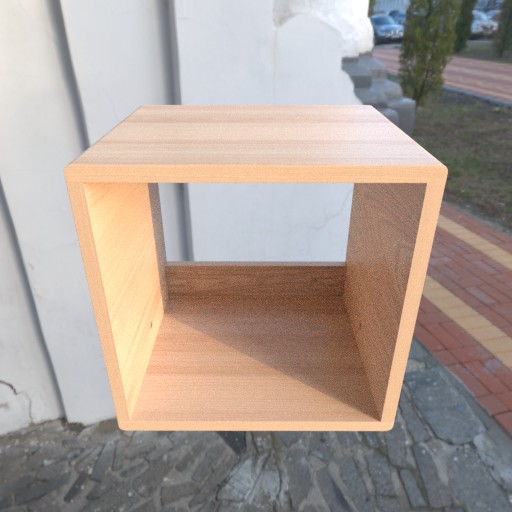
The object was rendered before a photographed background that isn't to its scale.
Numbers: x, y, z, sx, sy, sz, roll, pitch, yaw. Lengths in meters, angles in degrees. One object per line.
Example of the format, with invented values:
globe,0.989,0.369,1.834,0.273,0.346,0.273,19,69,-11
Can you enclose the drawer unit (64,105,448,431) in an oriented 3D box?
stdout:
drawer unit,0.000,0.000,0.604,0.344,0.344,0.290,0,29,0
